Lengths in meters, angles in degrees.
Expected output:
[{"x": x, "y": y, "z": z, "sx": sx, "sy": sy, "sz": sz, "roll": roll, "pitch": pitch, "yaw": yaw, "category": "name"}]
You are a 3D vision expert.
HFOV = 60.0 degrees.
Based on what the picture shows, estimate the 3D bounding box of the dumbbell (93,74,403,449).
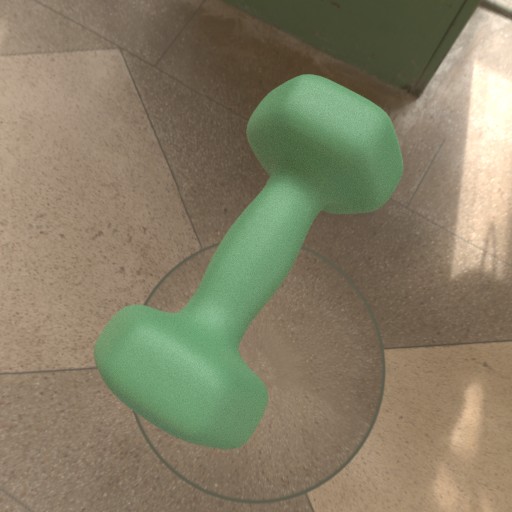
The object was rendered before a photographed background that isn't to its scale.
[{"x": 0.000, "y": 0.000, "z": 0.321, "sx": 0.126, "sy": 0.114, "sz": 0.257, "roll": 32, "pitch": 79, "yaw": 7, "category": "dumbbell"}]
